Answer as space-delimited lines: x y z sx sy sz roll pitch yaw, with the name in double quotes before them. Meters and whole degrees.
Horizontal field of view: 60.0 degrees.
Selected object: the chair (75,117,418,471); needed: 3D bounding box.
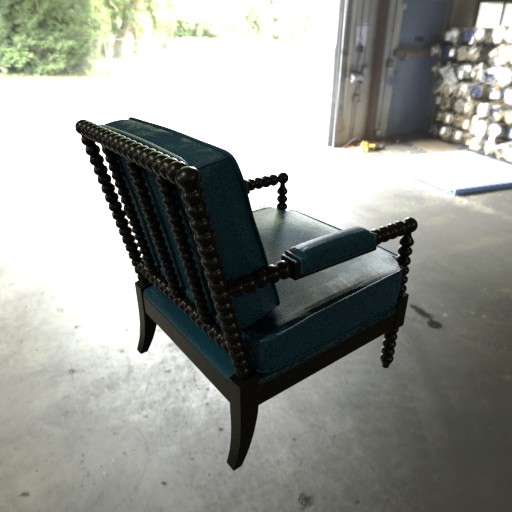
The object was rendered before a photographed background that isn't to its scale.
"chair" 0.000 0.000 1.410 0.805 0.857 0.688 -19 33 -32
